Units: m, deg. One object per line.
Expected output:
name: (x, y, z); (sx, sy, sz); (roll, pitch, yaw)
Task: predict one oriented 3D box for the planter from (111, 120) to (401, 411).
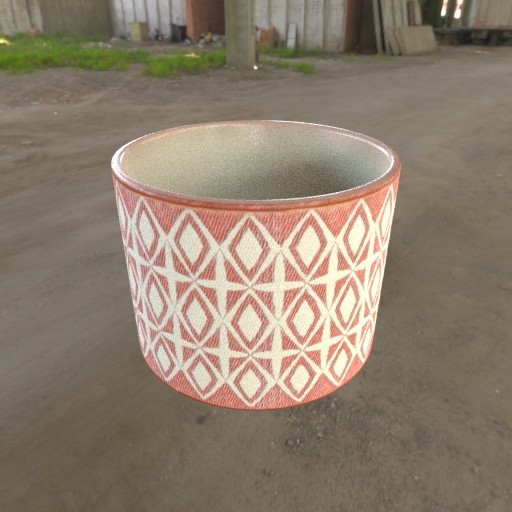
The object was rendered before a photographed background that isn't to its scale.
planter: (0.000, 0.000, 0.490); (0.273, 0.237, 0.273); (0, 29, 0)
